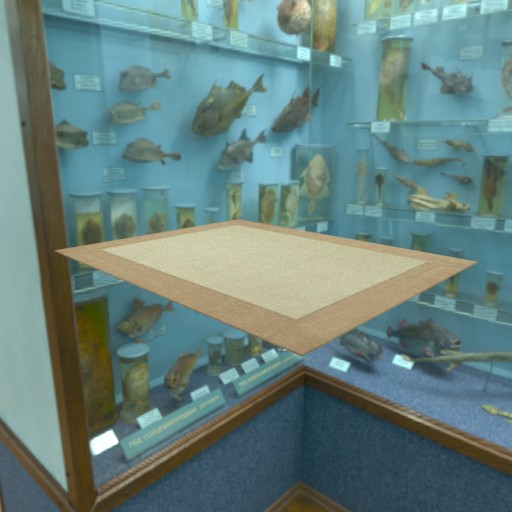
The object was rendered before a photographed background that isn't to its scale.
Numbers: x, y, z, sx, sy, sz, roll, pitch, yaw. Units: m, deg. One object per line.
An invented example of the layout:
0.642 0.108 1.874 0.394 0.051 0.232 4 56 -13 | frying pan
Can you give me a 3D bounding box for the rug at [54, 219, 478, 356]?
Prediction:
0.000 0.000 4.069 3.048 0.014 2.438 14 20 43 | rug
